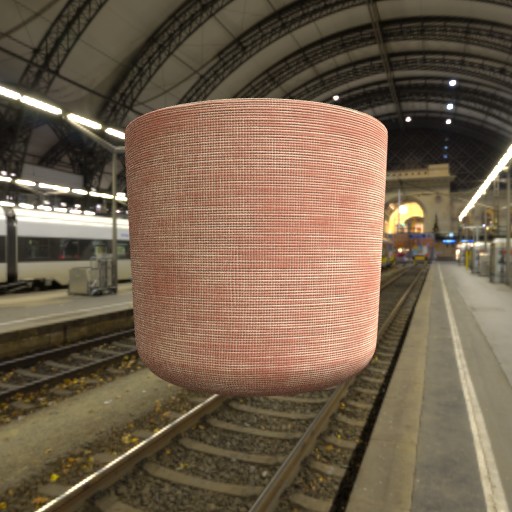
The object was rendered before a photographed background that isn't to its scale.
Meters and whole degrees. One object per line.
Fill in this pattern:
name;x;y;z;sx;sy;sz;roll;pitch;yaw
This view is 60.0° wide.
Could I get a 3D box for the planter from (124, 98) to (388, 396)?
planter;0.000;0.000;0.774;0.440;0.398;0.440;0;0;0
